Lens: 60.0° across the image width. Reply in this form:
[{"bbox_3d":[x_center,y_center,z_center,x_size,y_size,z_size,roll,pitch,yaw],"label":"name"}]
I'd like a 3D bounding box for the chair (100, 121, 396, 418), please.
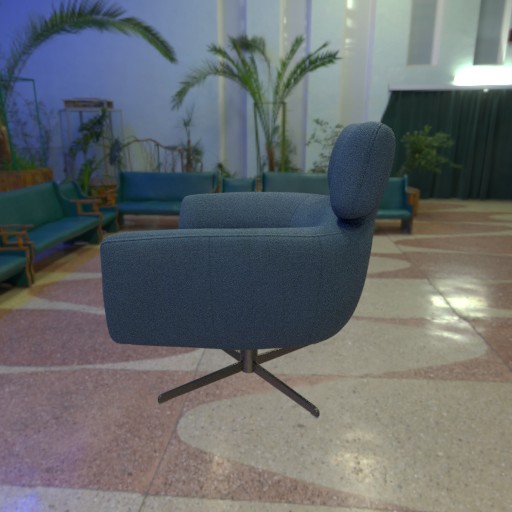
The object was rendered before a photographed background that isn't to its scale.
[{"bbox_3d":[0.000,0.000,1.408,0.761,0.813,0.738,2,16,8],"label":"chair"}]
